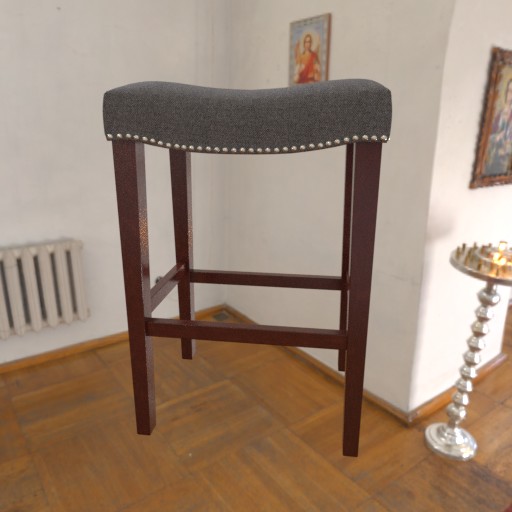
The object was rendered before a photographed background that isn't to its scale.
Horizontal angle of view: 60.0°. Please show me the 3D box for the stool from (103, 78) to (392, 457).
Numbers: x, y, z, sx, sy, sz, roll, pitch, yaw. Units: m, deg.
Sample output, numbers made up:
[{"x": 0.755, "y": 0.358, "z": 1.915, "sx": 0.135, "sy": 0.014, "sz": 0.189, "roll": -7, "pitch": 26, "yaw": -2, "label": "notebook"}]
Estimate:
[{"x": 0.000, "y": 0.000, "z": 1.011, "sx": 0.504, "sy": 0.742, "sz": 0.372, "roll": 3, "pitch": 17, "yaw": 8, "label": "stool"}]
